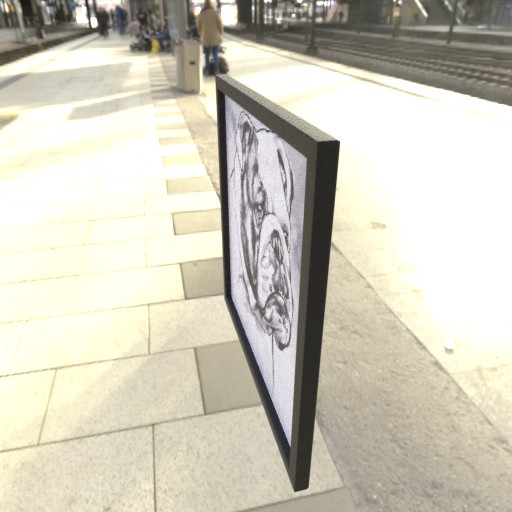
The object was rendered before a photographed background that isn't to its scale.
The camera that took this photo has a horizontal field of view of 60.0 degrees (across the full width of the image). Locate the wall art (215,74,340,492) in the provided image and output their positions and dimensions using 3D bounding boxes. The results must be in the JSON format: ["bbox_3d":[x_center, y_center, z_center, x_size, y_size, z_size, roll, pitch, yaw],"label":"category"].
[{"bbox_3d":[0.000,0.000,0.658,0.022,0.453,0.456,-7,30,-13],"label":"wall art"}]
